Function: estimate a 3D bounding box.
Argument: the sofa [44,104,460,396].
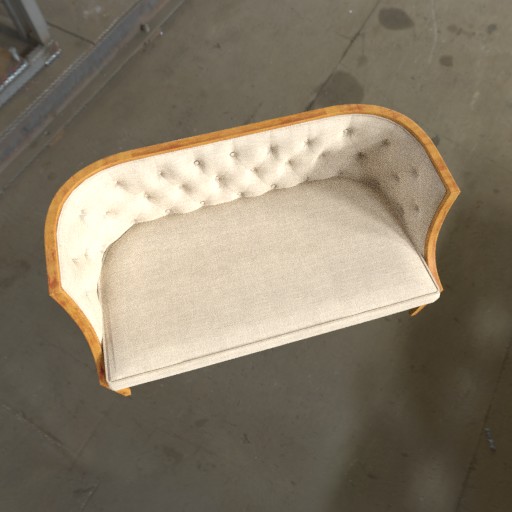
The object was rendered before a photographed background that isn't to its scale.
[{"bbox_3d":[0.000,0.000,1.898,1.474,0.775,0.770,-14,66,-6],"label":"sofa"}]
